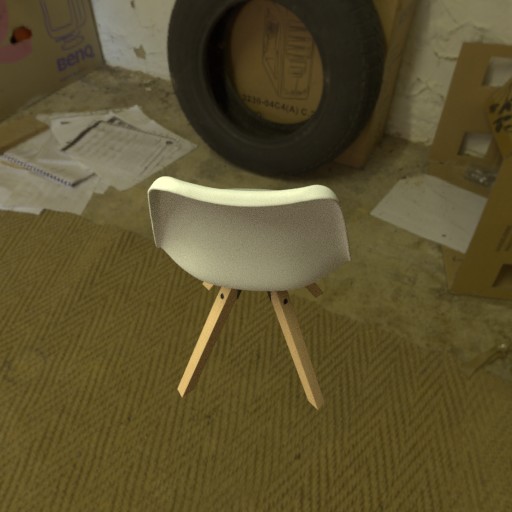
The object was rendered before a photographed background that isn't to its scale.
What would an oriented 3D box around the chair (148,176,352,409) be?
[{"bbox_3d":[0.000,0.000,1.193,0.485,0.850,0.550,4,46,4],"label":"chair"}]
